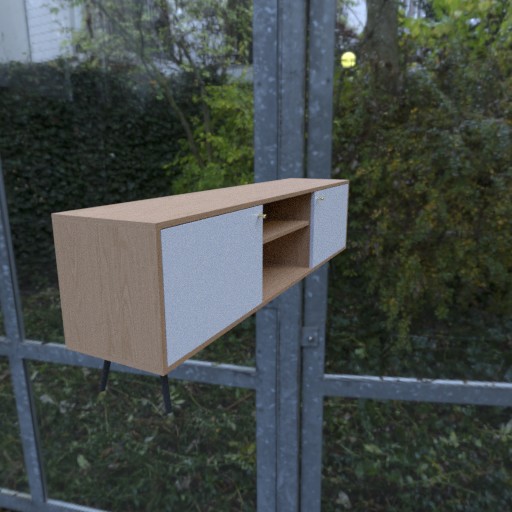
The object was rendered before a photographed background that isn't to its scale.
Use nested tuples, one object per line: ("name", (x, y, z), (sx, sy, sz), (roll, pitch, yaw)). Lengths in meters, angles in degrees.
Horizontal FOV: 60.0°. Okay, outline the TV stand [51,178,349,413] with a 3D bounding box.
("TV stand", (0.000, 0.000, 1.991), (0.400, 0.580, 1.760), (7, 15, 26))
